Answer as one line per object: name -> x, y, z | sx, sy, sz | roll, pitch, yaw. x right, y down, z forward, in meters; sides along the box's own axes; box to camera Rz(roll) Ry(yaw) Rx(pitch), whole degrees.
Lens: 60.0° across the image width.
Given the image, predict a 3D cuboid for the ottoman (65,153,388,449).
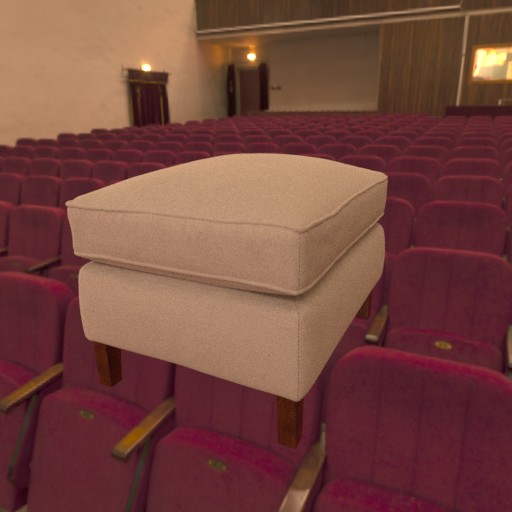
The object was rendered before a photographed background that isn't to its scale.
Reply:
ottoman -> 0.000, 0.000, 1.024 | 0.501, 0.456, 0.665 | 8, 19, 25
